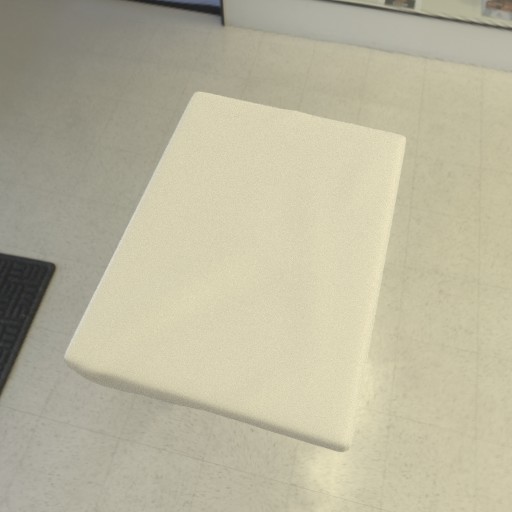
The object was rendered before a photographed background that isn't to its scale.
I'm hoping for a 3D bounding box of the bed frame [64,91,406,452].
[{"bbox_3d":[0.000,0.000,2.946,1.584,0.667,2.151,15,64,7],"label":"bed frame"}]
